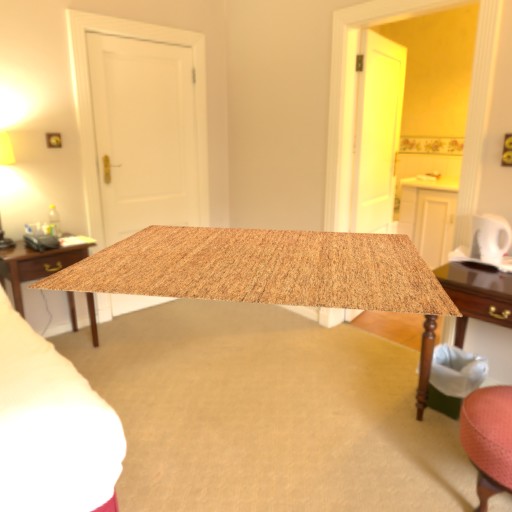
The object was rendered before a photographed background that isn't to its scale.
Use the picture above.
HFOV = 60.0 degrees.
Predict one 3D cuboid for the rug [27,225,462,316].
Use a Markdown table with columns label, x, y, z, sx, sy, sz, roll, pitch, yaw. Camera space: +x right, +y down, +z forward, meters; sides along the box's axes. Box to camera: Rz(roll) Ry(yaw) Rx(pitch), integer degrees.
| label | x | y | z | sx | sy | sz | roll | pitch | yaw |
| --- | --- | --- | --- | --- | --- | --- | --- | --- | --- |
| rug | 0.000 | 0.000 | 4.348 | 3.200 | 0.012 | 2.438 | 3 | 16 | 10 |
